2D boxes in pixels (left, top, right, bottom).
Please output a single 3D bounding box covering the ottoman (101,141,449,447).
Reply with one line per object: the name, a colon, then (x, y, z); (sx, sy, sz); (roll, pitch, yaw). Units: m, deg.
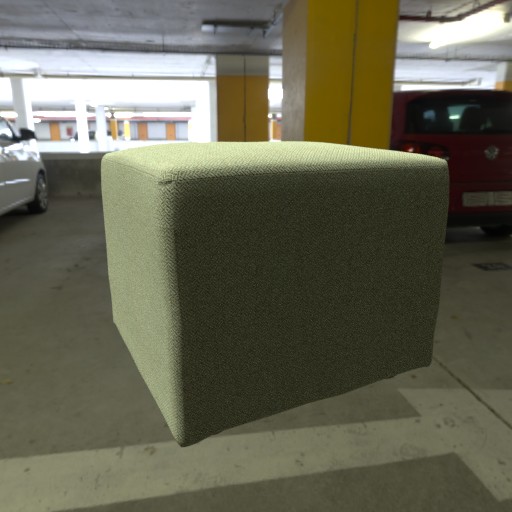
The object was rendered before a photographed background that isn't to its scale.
ottoman: (0.000, 0.000, 0.907); (0.521, 0.453, 0.512); (-8, 17, -26)
